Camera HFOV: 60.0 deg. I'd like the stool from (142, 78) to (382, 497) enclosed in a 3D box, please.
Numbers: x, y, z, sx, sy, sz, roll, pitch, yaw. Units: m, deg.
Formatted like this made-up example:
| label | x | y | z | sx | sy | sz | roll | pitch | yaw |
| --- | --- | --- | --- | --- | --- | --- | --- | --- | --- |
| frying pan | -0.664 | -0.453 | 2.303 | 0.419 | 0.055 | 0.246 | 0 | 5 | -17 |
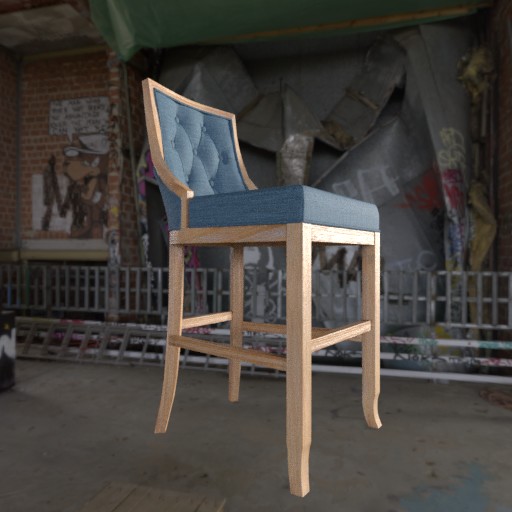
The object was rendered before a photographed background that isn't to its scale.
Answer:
| label | x | y | z | sx | sy | sz | roll | pitch | yaw |
| --- | --- | --- | --- | --- | --- | --- | --- | --- | --- |
| stool | 0.000 | 0.000 | 1.397 | 0.626 | 1.101 | 0.524 | 0 | 0 | 35 |
